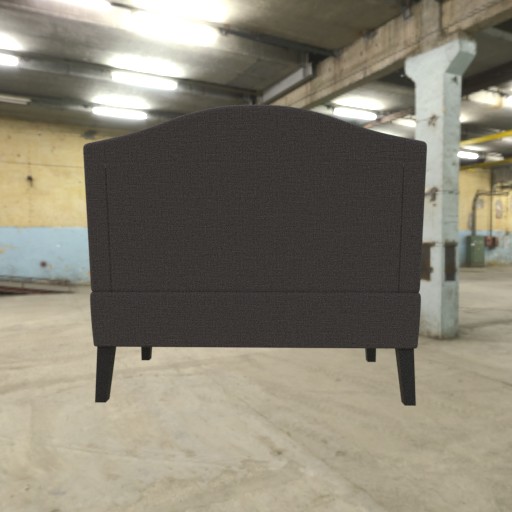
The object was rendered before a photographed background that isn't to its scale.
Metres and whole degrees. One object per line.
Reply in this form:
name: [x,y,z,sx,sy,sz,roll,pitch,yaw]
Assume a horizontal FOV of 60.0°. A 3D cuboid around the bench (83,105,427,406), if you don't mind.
bench: [0.000,0.000,2.092,1.335,1.180,0.815,0,1,2]
